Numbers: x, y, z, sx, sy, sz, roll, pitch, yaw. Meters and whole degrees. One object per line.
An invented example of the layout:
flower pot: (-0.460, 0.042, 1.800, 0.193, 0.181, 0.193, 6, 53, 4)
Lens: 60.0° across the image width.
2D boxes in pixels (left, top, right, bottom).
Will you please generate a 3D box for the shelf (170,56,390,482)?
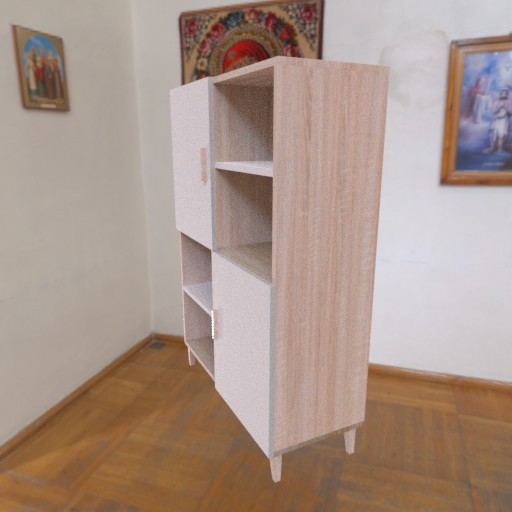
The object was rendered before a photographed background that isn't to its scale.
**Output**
shelf: (0.000, 0.000, 1.891, 0.434, 1.405, 0.995, -7, 16, -26)
